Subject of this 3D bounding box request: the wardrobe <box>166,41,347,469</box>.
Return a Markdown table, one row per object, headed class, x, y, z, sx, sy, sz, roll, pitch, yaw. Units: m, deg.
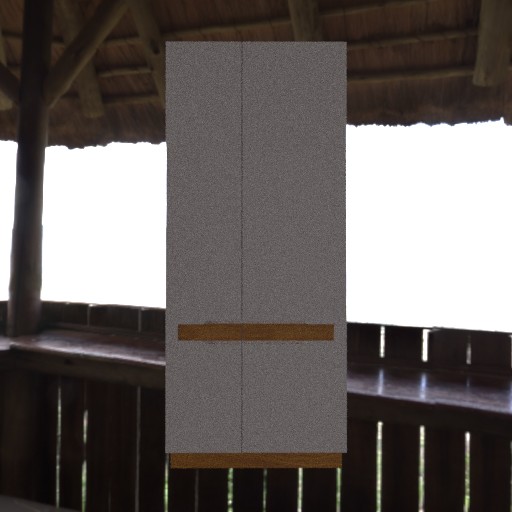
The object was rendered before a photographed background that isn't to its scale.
| class | x | y | z | sx | sy | sz | roll | pitch | yaw |
| --- | --- | --- | --- | --- | --- | --- | --- | --- | --- |
| wardrobe | 0.000 | 0.000 | 2.408 | 0.860 | 2.040 | 0.600 | 0 | 0 | 0 |
